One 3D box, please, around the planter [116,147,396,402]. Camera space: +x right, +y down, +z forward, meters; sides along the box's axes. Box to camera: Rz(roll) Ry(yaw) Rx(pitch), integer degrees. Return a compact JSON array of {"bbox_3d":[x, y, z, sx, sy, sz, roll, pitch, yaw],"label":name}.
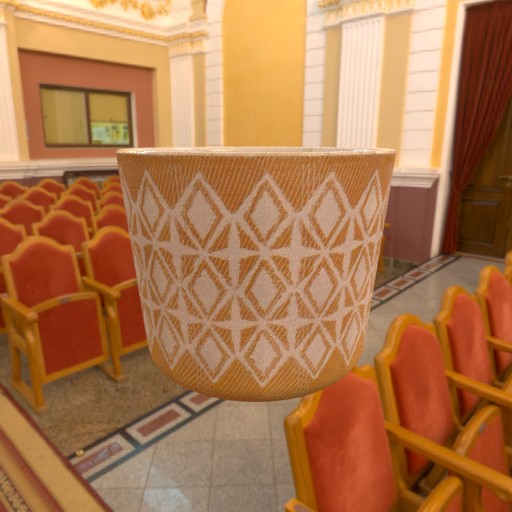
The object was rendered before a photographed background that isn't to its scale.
[{"bbox_3d":[0.000,0.000,0.222,0.126,0.104,0.126,0,15,0],"label":"planter"}]
